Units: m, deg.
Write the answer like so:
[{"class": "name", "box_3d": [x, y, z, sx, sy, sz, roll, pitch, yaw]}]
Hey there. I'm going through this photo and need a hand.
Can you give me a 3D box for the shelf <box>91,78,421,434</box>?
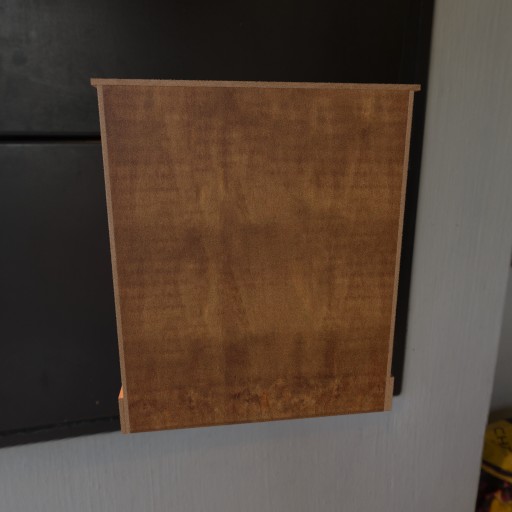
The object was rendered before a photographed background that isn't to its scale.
[{"class": "shelf", "box_3d": [0.000, 0.000, 1.378, 0.840, 0.980, 0.291, -2, 14, -8]}]
